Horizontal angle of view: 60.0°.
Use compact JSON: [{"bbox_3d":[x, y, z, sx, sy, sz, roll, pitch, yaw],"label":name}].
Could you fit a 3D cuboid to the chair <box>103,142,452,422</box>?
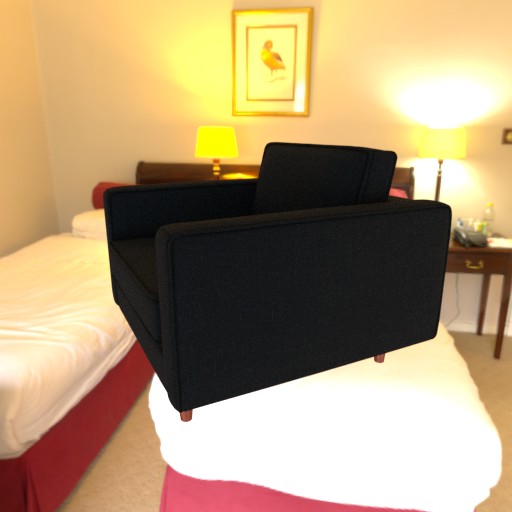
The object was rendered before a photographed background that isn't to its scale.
[{"bbox_3d":[0.000,0.000,1.578,0.920,0.770,0.899,-8,18,-26],"label":"chair"}]
